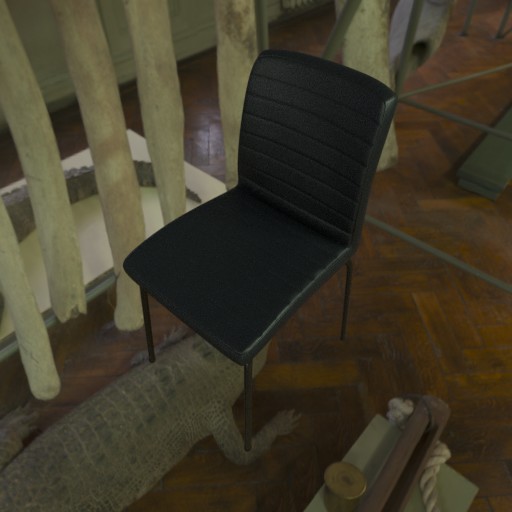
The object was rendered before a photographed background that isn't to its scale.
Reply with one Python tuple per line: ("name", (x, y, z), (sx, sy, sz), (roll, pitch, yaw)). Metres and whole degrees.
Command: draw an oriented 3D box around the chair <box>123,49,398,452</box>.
("chair", (0.000, 0.000, 1.199), (0.450, 0.872, 0.572), (33, 54, 27))
